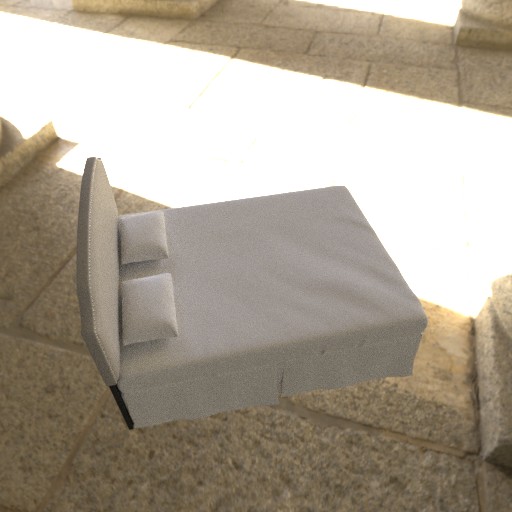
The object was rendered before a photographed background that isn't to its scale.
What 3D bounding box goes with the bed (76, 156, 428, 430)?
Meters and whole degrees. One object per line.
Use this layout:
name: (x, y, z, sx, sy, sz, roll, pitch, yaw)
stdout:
bed: (0.000, 0.000, 3.030, 1.999, 1.270, 1.558, -9, 46, -9)
